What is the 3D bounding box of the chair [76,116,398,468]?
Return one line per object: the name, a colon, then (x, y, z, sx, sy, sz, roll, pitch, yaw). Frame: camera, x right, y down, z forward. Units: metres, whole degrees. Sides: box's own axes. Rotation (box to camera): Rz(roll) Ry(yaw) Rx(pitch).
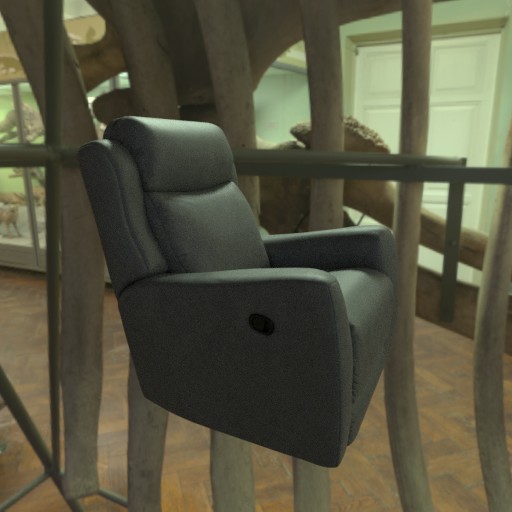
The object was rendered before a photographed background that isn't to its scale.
chair: (0.000, 0.000, 1.862, 1.068, 1.116, 0.965, 7, 15, 26)
